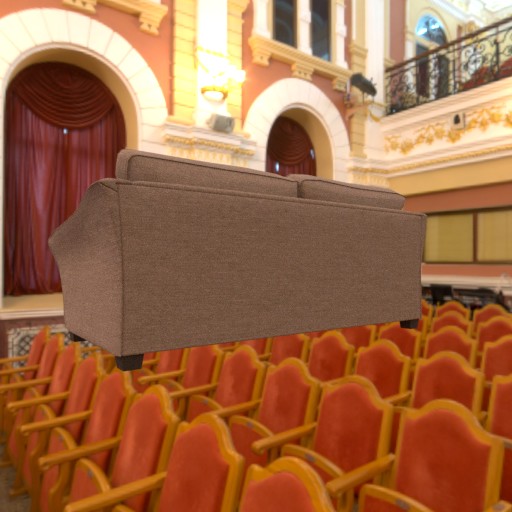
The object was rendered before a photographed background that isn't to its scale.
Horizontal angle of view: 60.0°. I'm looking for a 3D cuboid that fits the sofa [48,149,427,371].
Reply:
[{"bbox_3d":[0.000,0.000,2.765,2.270,0.965,0.980,1,-1,-36],"label":"sofa"}]
